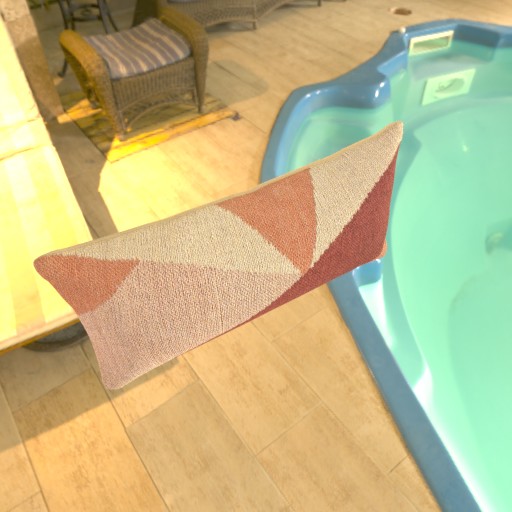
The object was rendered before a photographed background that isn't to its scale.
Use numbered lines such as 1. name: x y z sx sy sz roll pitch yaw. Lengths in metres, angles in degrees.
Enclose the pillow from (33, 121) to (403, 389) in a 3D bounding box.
1. pillow: 0.000 0.000 0.733 0.609 0.292 0.155 -24 52 -20
